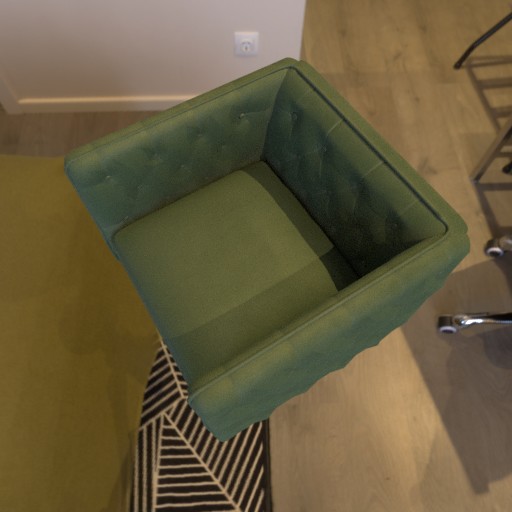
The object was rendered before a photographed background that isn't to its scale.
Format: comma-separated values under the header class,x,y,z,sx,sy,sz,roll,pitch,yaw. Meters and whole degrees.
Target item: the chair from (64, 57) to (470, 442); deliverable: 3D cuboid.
class,x,y,z,sx,sy,sz,roll,pitch,yaw
chair,0.000,0.000,1.552,0.855,0.768,0.917,-29,66,-14
